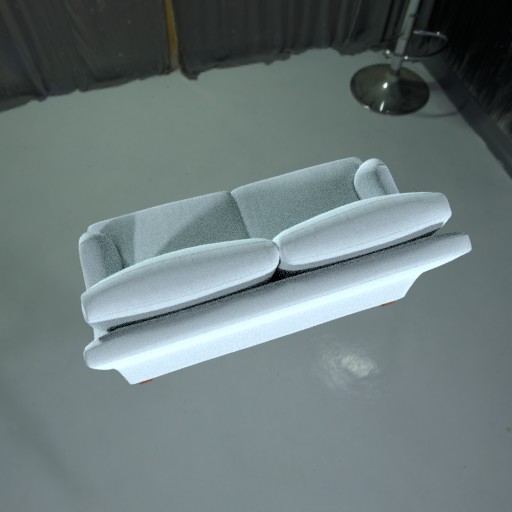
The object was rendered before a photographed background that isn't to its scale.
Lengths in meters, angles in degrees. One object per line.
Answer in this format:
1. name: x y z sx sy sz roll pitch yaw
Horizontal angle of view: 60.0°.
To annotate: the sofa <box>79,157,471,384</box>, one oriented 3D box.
1. sofa: 0.000 0.000 2.543 1.853 1.101 1.084 -16 60 -10
